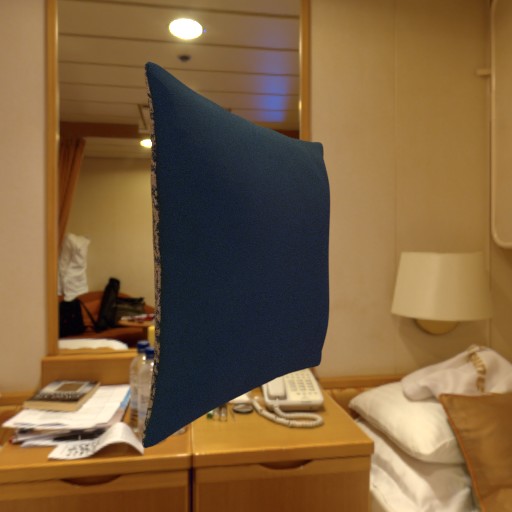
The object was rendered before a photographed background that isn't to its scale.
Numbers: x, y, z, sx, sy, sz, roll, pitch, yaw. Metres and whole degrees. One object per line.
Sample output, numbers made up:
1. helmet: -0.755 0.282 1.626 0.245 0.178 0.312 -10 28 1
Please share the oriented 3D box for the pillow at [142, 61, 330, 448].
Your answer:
1. pillow: 0.000 0.000 0.797 0.166 0.510 0.523 0 0 34
